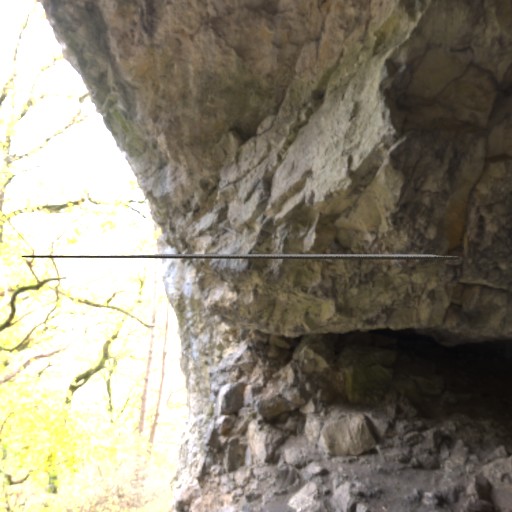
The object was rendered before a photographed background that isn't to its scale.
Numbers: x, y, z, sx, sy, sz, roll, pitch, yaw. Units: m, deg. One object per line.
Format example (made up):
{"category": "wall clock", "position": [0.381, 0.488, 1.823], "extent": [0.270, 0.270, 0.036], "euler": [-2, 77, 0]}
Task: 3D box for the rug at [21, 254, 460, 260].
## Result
{"category": "rug", "position": [0.000, 0.000, 2.913], "extent": [2.270, 0.017, 1.606], "euler": [0, 0, 18]}
